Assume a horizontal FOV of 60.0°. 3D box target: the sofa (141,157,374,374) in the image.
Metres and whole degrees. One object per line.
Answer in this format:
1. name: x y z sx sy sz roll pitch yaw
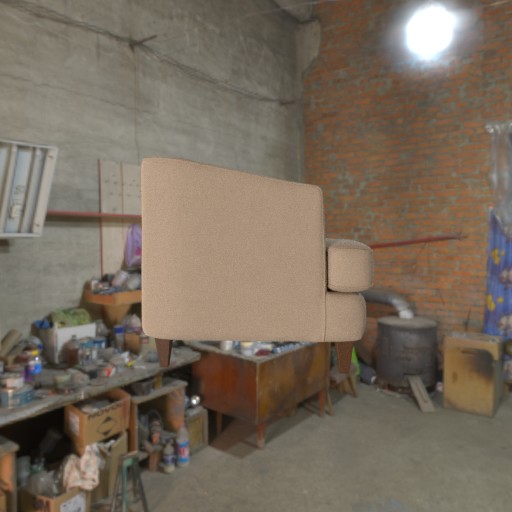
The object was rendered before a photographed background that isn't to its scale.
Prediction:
1. sofa: 0.000 0.000 2.744 0.941 0.855 2.278 0 1 1
